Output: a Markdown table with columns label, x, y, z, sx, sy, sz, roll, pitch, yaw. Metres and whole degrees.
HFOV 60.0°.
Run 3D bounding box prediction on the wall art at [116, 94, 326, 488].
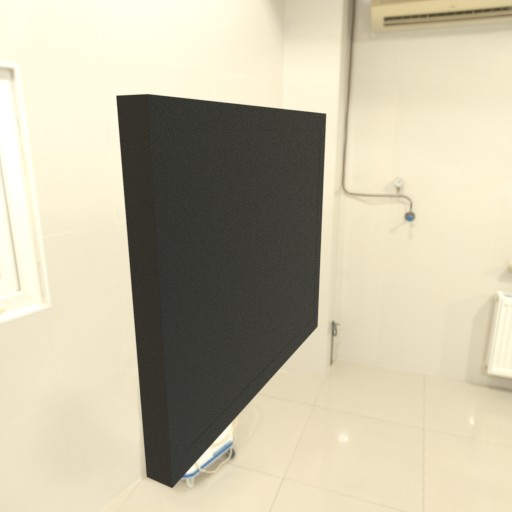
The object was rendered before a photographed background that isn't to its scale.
| label | x | y | z | sx | sy | sz | roll | pitch | yaw |
| --- | --- | --- | --- | --- | --- | --- | --- | --- | --- |
| wall art | 0.000 | 0.000 | 0.518 | 0.029 | 0.330 | 0.381 | 8 | 17 | 26 |
